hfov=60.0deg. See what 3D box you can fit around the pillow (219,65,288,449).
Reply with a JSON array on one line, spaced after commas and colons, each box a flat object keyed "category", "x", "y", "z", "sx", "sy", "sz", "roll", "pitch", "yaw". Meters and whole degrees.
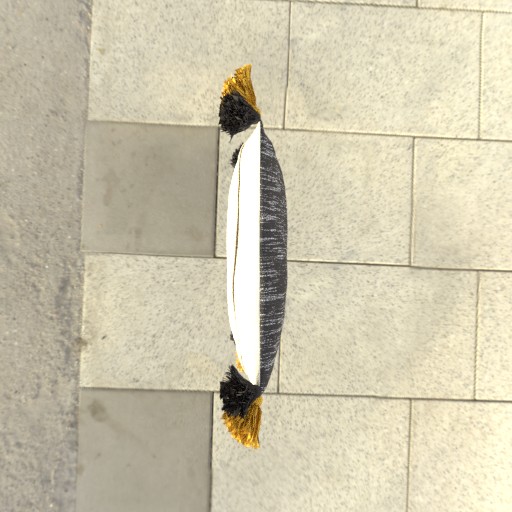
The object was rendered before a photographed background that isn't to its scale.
[{"category": "pillow", "x": 0.000, "y": 0.000, "z": 0.989, "sx": 0.139, "sy": 0.659, "sz": 0.654, "roll": 0, "pitch": 90, "yaw": -1}]
